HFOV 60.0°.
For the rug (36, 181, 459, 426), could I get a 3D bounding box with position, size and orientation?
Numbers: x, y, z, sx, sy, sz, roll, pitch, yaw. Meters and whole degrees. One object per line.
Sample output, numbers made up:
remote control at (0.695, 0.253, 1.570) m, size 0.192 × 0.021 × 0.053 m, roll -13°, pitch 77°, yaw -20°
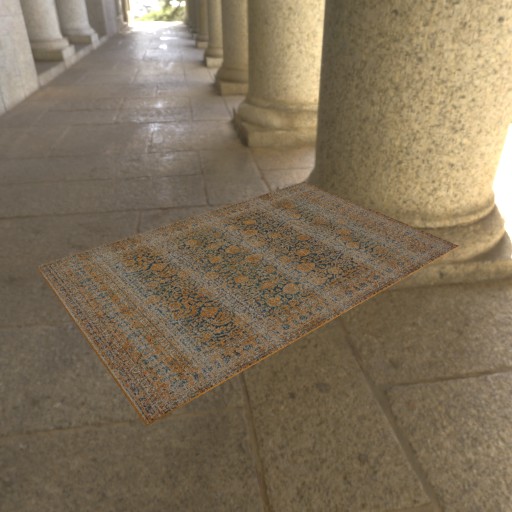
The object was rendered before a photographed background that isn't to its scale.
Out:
rug at (0.000, 0.000, 2.912) m, size 2.336 × 0.007 × 1.525 m, roll -22°, pitch 37°, yaw -32°
